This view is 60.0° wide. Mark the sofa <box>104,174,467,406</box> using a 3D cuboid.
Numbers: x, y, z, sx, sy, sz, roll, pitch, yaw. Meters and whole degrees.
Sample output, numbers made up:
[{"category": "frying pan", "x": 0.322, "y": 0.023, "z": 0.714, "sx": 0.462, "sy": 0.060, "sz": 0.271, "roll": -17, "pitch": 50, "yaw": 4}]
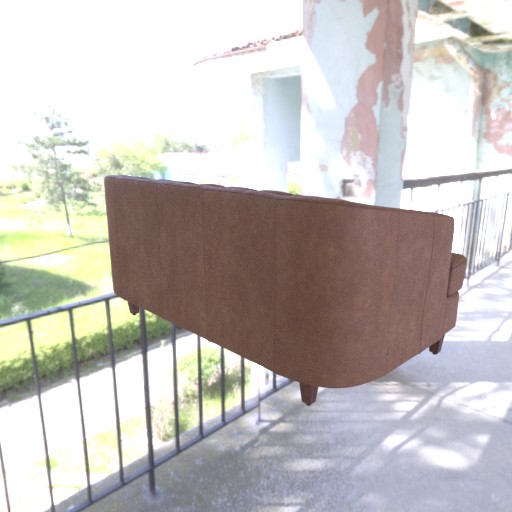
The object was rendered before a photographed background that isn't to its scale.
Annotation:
[{"category": "sofa", "x": 0.000, "y": 0.000, "z": 2.251, "sx": 1.755, "sy": 0.786, "sz": 0.914, "roll": 14, "pitch": 20, "yaw": 43}]
